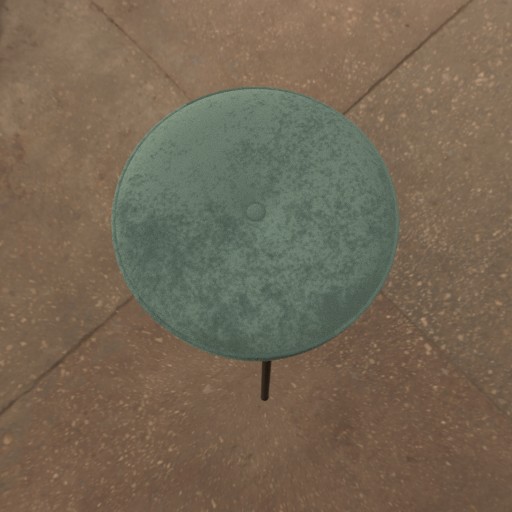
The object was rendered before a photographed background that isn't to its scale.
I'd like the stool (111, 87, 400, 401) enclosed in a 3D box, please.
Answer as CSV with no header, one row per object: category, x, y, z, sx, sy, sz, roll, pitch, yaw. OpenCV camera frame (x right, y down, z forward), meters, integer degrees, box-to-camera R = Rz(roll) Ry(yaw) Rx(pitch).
stool,0.000,0.000,0.857,0.458,0.519,0.457,-40,79,-10
